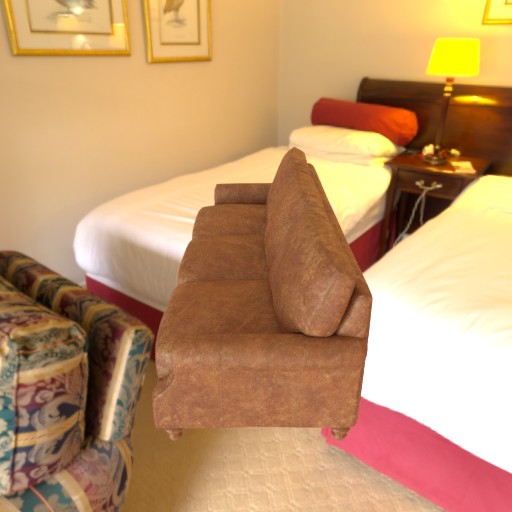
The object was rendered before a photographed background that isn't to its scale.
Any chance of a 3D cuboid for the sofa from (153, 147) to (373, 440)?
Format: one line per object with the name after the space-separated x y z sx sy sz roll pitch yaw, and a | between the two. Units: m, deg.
0.000 0.000 2.892 0.973 0.977 2.351 0 26 0 | sofa
